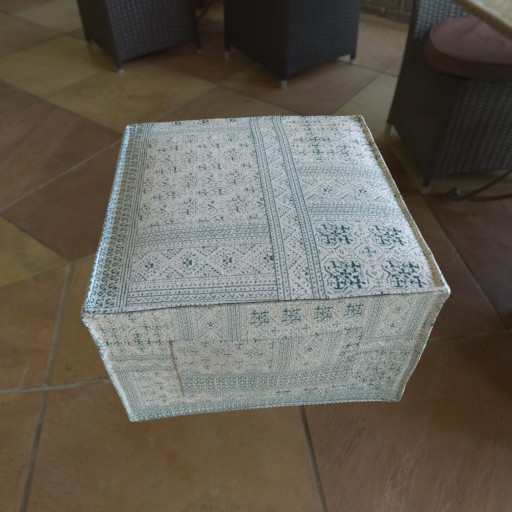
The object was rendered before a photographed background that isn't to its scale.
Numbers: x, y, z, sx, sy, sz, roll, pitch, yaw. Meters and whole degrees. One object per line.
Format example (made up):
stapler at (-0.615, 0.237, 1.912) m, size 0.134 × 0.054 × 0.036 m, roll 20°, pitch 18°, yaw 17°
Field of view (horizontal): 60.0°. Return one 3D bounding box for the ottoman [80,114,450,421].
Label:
ottoman at (0.000, 0.000, 1.054) m, size 0.617 × 0.439 × 0.626 m, roll -4°, pitch 46°, yaw -3°
